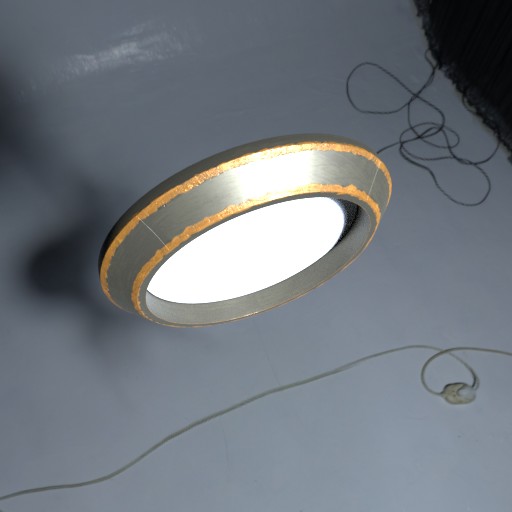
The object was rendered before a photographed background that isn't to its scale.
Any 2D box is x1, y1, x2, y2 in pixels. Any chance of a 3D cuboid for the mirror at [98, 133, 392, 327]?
[{"bbox_3d":[0.000,0.000,1.356,0.907,0.907,0.111,-18,65,-9],"label":"mirror"}]
